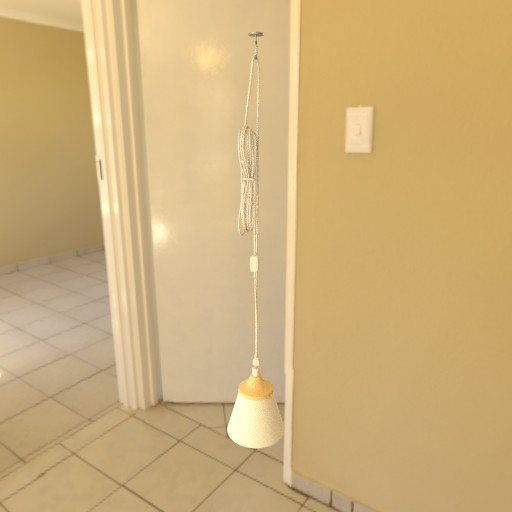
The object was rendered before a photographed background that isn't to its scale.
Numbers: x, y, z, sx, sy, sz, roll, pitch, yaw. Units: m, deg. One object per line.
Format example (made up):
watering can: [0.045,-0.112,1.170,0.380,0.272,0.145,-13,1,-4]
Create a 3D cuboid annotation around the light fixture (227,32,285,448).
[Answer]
light fixture: [0.000,0.000,1.059,0.153,0.966,0.153,8,18,25]
